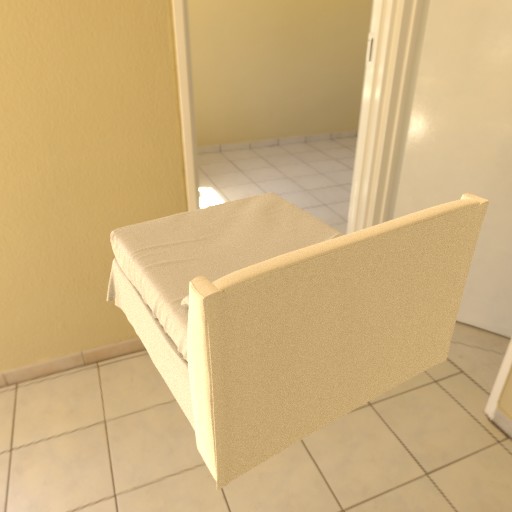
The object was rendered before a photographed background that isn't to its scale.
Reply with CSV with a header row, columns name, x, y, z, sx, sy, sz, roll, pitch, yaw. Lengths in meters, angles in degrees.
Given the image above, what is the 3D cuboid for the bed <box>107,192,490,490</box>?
name,x,y,z,sx,sy,sz,roll,pitch,yaw
bed,0.000,0.000,3.353,1.925,1.332,2.276,-17,34,-27
